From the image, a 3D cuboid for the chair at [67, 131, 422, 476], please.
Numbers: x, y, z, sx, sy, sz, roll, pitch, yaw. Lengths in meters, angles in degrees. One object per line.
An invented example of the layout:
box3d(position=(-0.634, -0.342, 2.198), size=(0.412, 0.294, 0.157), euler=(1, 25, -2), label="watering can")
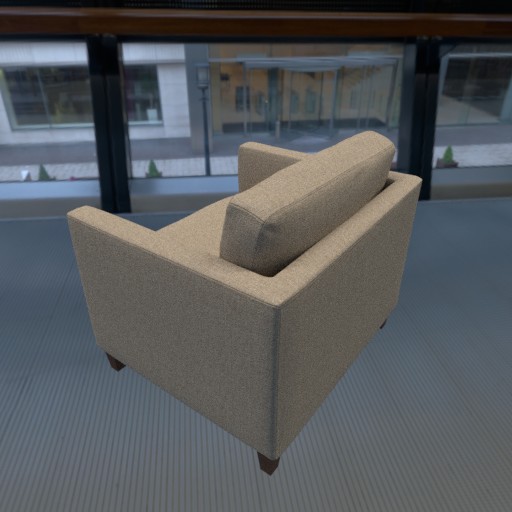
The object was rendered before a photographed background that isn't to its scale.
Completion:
box3d(position=(0.000, 0.000, 1.845), size=(0.959, 0.961, 1.107), euler=(21, 37, 31), label="chair")
